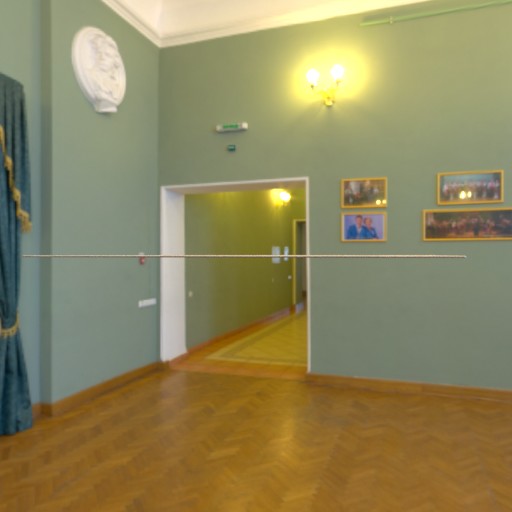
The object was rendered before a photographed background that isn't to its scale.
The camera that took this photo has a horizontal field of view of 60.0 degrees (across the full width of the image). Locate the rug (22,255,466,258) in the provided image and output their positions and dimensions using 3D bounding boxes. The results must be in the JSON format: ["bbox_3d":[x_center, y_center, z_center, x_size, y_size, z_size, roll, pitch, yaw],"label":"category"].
[{"bbox_3d":[0.000,0.000,2.309,1.839,0.009,1.236,0,0,18],"label":"rug"}]
